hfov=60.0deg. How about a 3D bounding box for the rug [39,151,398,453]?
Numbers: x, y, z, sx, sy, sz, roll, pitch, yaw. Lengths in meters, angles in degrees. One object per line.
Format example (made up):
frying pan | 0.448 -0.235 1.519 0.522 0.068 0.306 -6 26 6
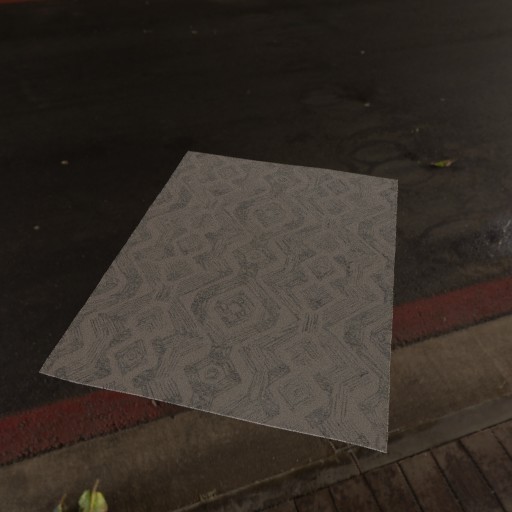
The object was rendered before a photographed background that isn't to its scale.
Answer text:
rug | 0.000 0.000 3.992 2.430 0.030 3.054 10 45 10
